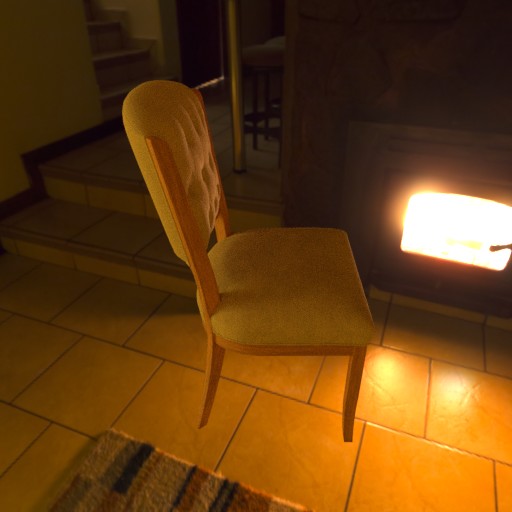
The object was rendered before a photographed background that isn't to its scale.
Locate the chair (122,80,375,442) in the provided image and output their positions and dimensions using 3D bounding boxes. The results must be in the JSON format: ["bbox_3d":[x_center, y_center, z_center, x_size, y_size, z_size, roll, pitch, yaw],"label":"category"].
[{"bbox_3d":[0.000,0.000,1.242,0.584,0.905,0.513,1,31,2],"label":"chair"}]
